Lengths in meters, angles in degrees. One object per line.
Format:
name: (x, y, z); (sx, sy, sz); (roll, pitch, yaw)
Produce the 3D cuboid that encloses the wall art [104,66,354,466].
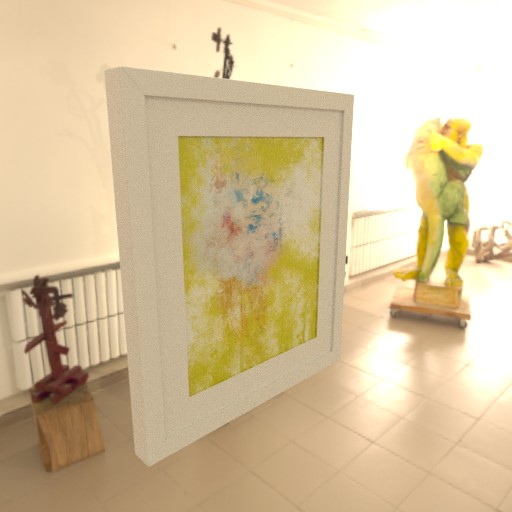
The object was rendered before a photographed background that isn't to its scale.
wall art: (0.000, 0.000, 0.524); (0.331, 0.381, 0.028); (-14, 20, -42)
